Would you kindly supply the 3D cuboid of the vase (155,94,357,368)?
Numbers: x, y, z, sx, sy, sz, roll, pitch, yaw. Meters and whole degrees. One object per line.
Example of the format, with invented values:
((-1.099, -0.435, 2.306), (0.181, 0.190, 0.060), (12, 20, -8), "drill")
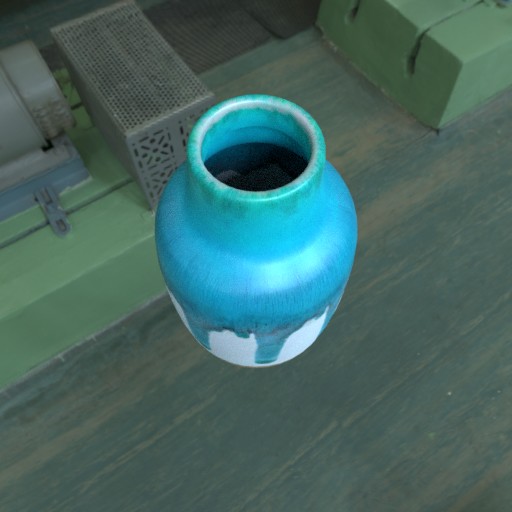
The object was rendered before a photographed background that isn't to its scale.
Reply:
((0.000, 0.000, 0.253), (0.106, 0.192, 0.106), (0, 64, 0), "vase")
